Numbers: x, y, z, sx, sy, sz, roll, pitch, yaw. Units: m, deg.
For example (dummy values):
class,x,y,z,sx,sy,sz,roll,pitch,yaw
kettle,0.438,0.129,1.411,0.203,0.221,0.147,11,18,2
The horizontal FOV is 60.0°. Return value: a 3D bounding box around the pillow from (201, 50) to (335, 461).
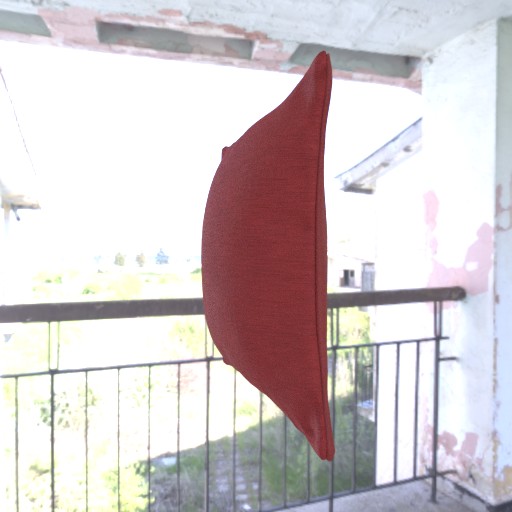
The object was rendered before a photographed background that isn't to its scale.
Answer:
class,x,y,z,sx,sy,sz,roll,pitch,yaw
pillow,0.000,0.000,0.647,0.151,0.416,0.435,0,0,-18
